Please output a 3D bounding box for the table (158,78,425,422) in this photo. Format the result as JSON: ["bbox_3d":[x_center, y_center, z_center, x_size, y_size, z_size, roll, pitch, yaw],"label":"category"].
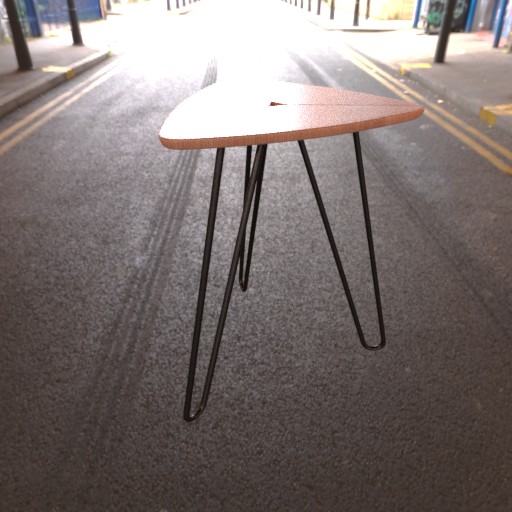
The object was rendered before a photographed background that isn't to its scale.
[{"bbox_3d":[0.000,0.000,0.873,0.442,0.564,0.455,22,38,31],"label":"table"}]
